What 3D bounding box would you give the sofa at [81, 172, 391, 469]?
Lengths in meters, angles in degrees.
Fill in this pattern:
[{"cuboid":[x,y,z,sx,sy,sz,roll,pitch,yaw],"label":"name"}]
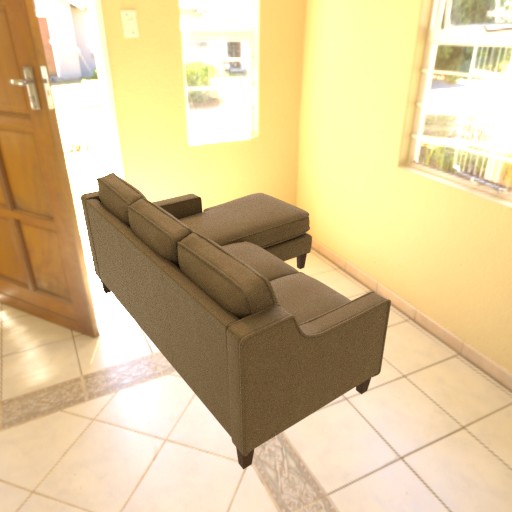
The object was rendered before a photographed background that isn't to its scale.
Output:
[{"cuboid":[0.000,0.000,3.353,1.858,1.081,2.317,-18,32,-32],"label":"sofa"}]
